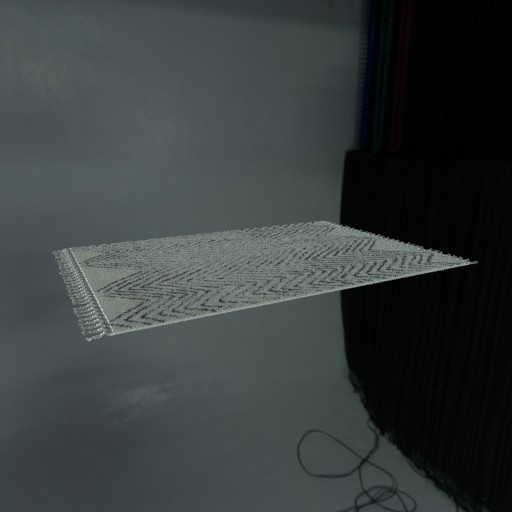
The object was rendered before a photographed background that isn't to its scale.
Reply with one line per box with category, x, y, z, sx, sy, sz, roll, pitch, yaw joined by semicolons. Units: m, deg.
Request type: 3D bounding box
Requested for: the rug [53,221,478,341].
rug;0.000;0.000;2.280;1.847;0.014;1.230;-8;17;-27
